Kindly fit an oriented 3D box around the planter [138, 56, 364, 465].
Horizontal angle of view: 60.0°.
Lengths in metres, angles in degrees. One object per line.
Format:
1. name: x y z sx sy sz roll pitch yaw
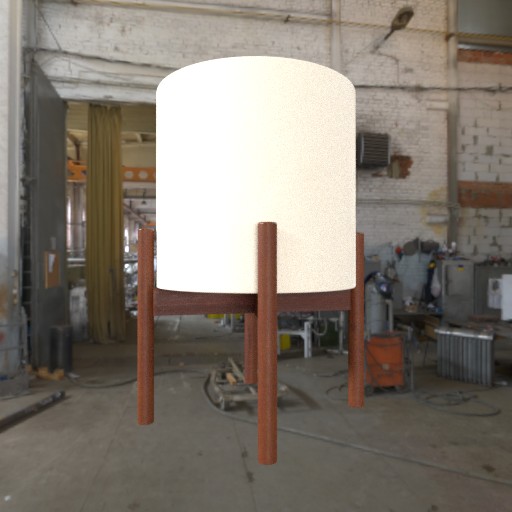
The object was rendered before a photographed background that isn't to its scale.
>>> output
1. planter: 0.000 0.000 0.951 0.417 0.670 0.417 0 0 36
